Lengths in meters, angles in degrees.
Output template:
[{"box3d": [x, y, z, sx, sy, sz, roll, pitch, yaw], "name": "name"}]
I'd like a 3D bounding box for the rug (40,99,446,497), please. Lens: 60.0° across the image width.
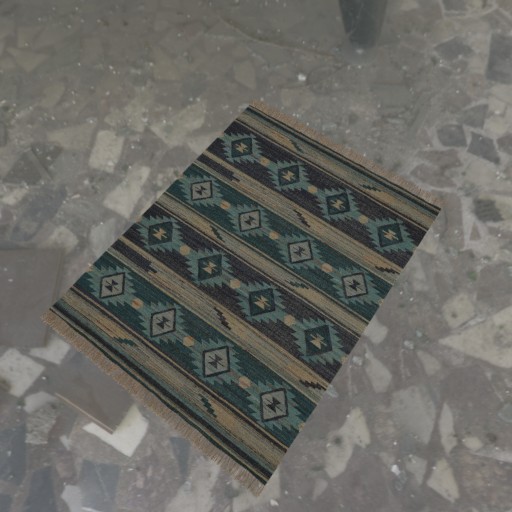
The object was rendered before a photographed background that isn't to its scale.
[{"box3d": [0.000, 0.000, 4.235, 2.418, 0.047, 3.307, 33, 68, 15], "name": "rug"}]
